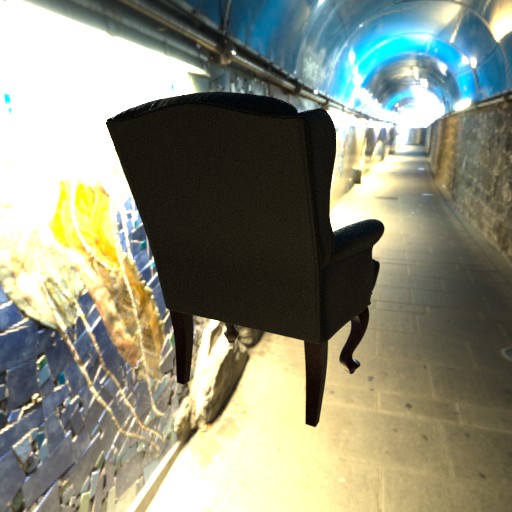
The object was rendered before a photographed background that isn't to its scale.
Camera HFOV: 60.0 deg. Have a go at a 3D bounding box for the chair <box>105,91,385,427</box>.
[{"bbox_3d":[0.000,0.000,1.659,0.838,1.111,0.762,8,17,27],"label":"chair"}]
